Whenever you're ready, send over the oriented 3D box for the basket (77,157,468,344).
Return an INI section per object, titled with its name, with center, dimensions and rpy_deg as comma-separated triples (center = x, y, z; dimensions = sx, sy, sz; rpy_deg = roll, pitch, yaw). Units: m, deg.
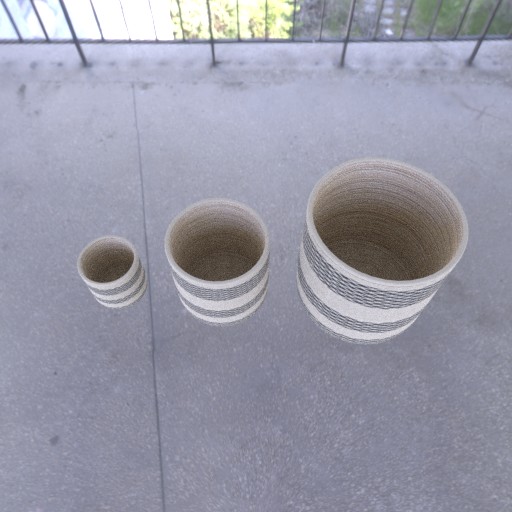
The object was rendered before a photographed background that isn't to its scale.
[basket]
center = 0.000, 0.000, 1.112
dimensions = 0.917, 0.356, 0.351
rpy_deg = 1, 58, 0
